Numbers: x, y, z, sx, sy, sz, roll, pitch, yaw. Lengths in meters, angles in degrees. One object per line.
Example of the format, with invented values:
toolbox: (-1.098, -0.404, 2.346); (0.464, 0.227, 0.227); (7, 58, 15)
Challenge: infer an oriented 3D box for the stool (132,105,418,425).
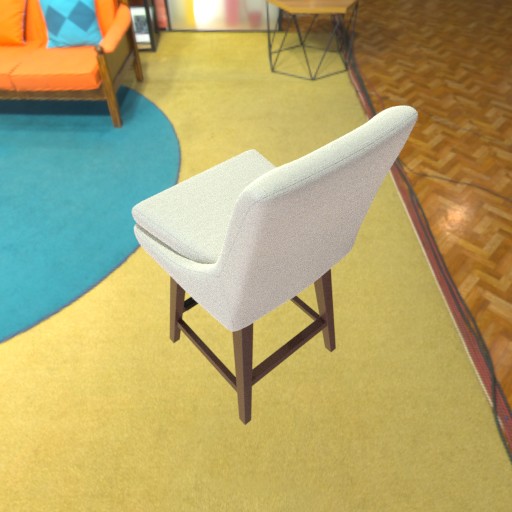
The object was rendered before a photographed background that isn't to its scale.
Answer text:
stool: (0.000, 0.000, 1.283); (0.483, 0.991, 0.559); (-32, 54, -27)
